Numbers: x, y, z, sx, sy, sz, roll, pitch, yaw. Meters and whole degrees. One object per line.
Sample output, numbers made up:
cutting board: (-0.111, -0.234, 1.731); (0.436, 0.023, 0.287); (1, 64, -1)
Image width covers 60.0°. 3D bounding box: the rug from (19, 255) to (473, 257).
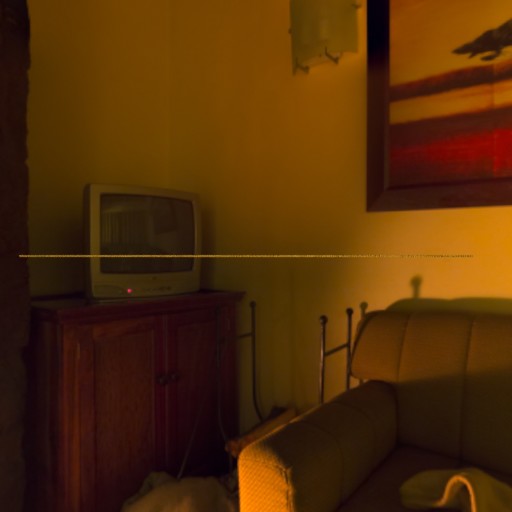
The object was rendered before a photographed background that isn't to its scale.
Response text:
rug: (0.000, 0.000, 2.171); (1.752, 0.006, 1.142); (0, 0, 17)
